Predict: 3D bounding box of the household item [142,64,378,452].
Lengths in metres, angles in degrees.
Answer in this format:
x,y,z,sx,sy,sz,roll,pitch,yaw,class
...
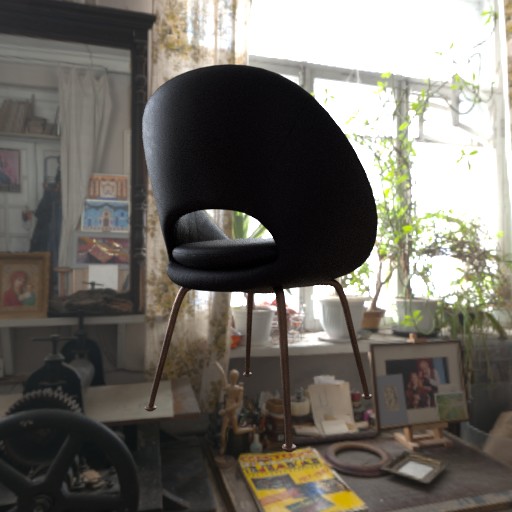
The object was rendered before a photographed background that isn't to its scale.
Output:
x,y,z,sx,sy,sz,roll,pitch,yaw,class
0.000,0.000,1.237,0.623,0.852,0.573,0,-1,36,household item
